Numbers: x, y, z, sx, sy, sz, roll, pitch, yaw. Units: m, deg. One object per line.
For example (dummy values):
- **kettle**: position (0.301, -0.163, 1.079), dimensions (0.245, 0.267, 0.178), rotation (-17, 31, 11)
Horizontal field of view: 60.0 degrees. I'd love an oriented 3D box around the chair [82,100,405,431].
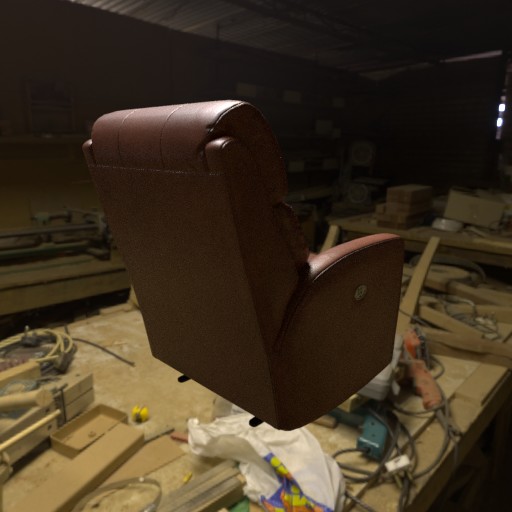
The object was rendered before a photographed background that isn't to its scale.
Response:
- **chair**: position (0.000, 0.000, 1.646), dimensions (0.787, 1.016, 0.939), rotation (14, 20, 43)
